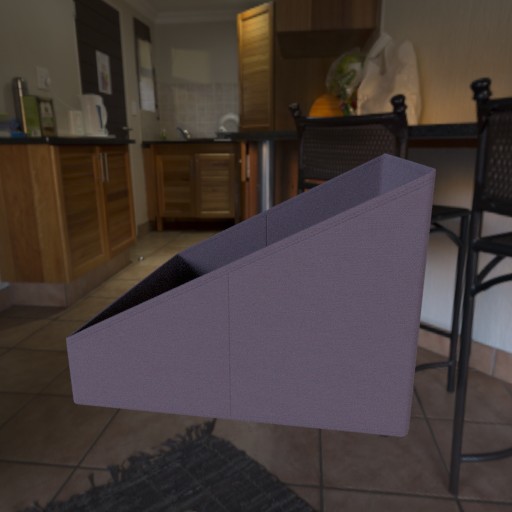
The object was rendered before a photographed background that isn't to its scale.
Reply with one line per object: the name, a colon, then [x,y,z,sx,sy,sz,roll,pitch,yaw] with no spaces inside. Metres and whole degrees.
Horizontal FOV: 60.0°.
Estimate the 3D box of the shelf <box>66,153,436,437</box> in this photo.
shelf: [0.000,0.000,0.483,0.292,0.210,0.292,2,15,9]
